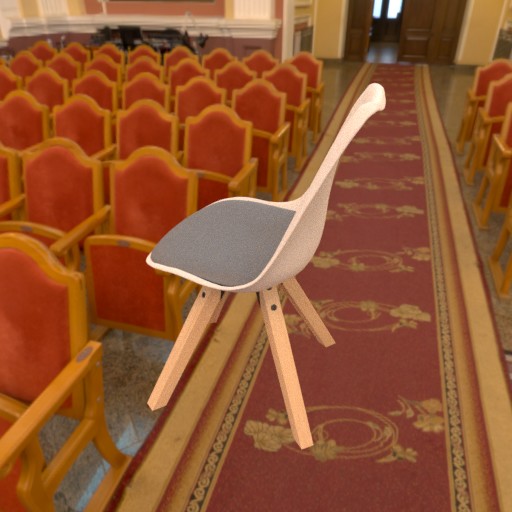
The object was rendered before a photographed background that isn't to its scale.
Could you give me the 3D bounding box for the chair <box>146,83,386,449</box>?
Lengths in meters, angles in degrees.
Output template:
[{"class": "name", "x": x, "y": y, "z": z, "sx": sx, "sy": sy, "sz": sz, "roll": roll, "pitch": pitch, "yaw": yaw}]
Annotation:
[{"class": "chair", "x": 0.000, "y": 0.000, "z": 1.172, "sx": 0.550, "sy": 0.850, "sz": 0.485, "roll": 9, "pitch": 31, "yaw": 14}]
